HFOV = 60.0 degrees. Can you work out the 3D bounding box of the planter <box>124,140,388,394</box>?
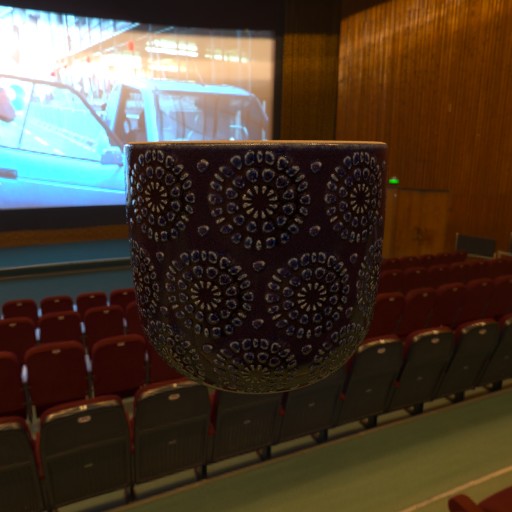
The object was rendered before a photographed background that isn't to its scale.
[{"bbox_3d":[0.000,0.000,0.301,0.165,0.149,0.165,0,13,0],"label":"planter"}]
